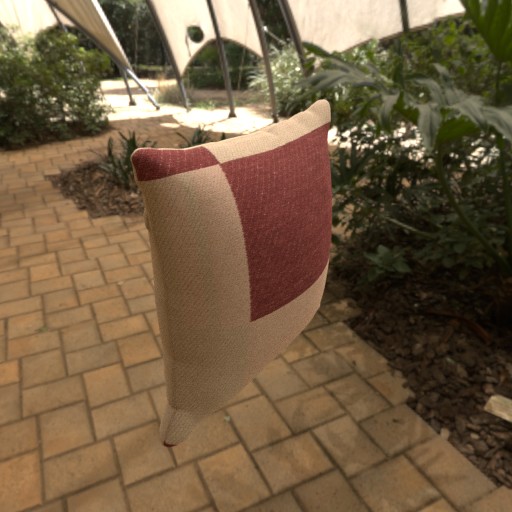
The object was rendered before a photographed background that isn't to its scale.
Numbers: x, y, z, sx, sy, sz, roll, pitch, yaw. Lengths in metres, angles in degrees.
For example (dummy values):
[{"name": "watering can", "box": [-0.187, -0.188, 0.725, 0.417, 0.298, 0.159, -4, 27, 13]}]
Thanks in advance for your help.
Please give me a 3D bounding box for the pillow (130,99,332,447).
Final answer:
[{"name": "pillow", "box": [0.000, 0.000, 0.825, 0.229, 0.506, 0.536, 17, 31, 31]}]
